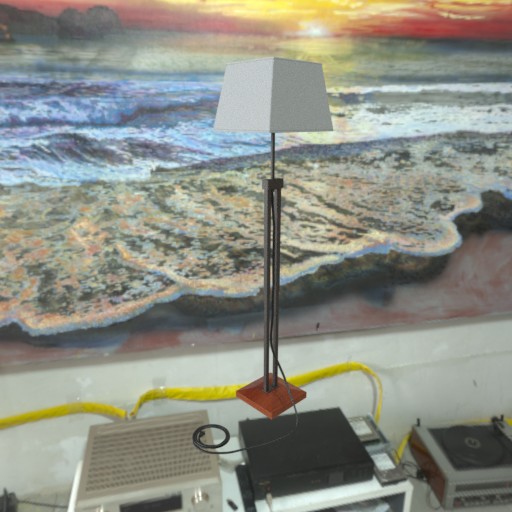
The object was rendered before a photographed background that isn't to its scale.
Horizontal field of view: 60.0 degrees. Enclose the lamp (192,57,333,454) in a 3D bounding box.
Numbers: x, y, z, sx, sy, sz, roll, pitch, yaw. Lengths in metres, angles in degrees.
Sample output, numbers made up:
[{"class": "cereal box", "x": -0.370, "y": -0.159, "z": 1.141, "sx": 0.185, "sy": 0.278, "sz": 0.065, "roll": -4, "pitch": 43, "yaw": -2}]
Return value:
[{"class": "lamp", "x": 0.000, "y": 0.000, "z": 2.036, "sx": 0.745, "sy": 1.712, "sz": 0.472, "roll": -16, "pitch": 23, "yaw": -41}]
